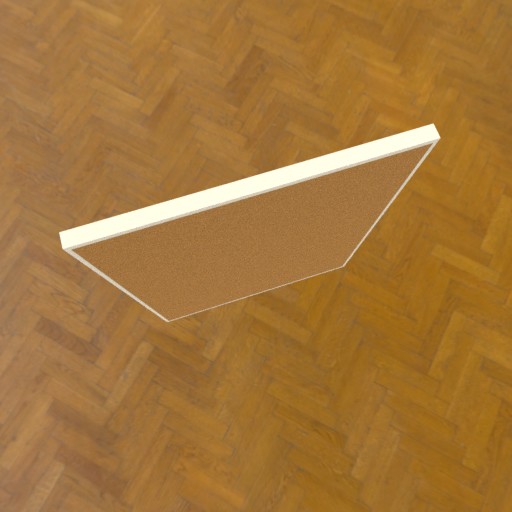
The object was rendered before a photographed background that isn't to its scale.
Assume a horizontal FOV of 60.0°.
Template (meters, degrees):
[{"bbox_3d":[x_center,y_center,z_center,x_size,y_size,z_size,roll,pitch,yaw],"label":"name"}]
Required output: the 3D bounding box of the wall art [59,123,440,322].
[{"bbox_3d":[0.000,0.000,1.397,0.795,1.050,0.039,-17,75,-5],"label":"wall art"}]
